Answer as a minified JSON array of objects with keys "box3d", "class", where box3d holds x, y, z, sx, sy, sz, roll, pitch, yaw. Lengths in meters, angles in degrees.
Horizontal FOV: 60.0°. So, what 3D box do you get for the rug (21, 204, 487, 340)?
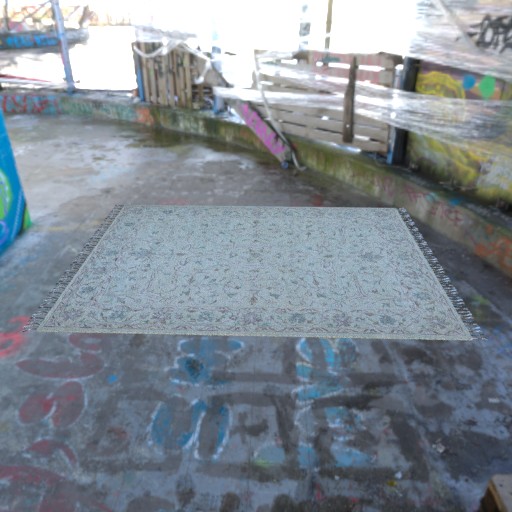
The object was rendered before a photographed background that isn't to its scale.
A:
[{"box3d":[0.000,0.000,2.235,1.802,0.008,1.247,1,30,2],"class":"rug"}]
